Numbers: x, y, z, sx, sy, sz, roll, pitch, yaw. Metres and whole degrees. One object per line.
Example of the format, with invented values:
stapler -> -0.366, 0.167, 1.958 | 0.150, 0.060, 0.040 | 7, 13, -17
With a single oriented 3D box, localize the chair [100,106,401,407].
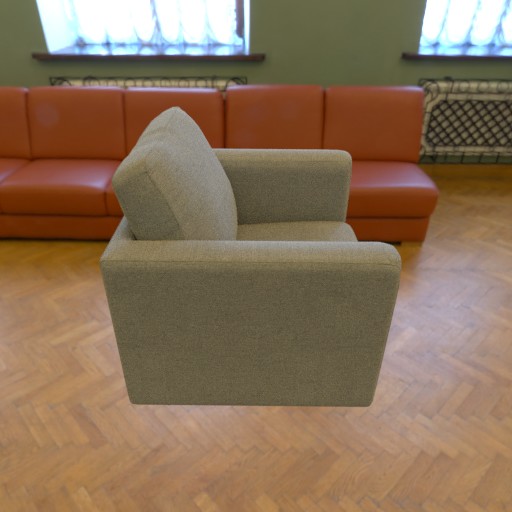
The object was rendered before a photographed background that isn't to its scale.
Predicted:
chair -> 0.000, 0.000, 1.580 | 0.800, 0.927, 0.855 | 0, 33, 0
